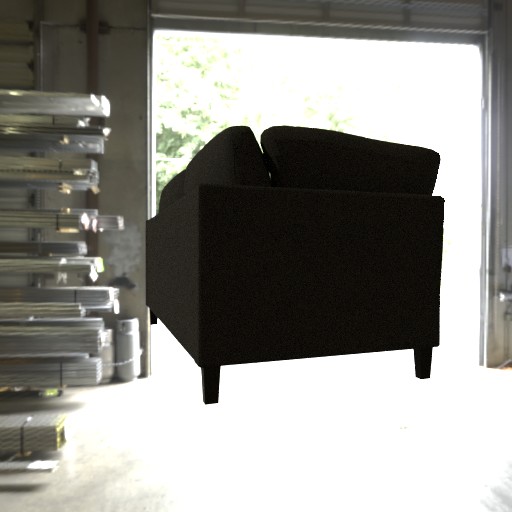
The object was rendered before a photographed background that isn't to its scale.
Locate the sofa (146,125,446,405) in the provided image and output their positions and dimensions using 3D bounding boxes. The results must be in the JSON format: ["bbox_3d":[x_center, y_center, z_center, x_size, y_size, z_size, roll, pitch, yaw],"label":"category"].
[{"bbox_3d":[0.000,0.000,2.318,0.969,0.920,1.751,0,1,-19],"label":"sofa"}]
